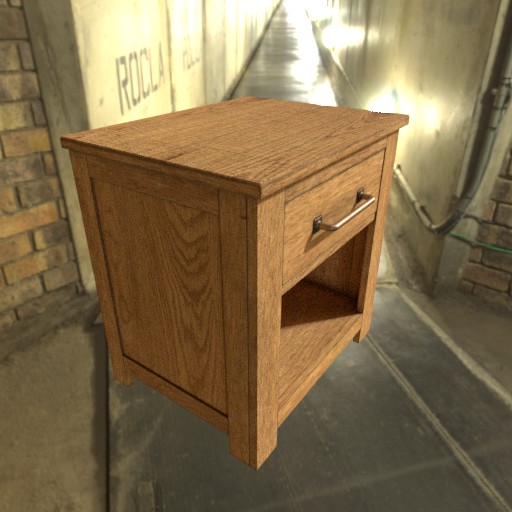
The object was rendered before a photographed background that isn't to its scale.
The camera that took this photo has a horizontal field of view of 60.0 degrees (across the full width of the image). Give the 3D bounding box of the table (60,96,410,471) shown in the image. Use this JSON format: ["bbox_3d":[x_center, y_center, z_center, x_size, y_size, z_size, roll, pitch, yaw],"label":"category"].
[{"bbox_3d":[0.000,0.000,1.078,0.494,0.625,0.601,19,34,31],"label":"table"}]
